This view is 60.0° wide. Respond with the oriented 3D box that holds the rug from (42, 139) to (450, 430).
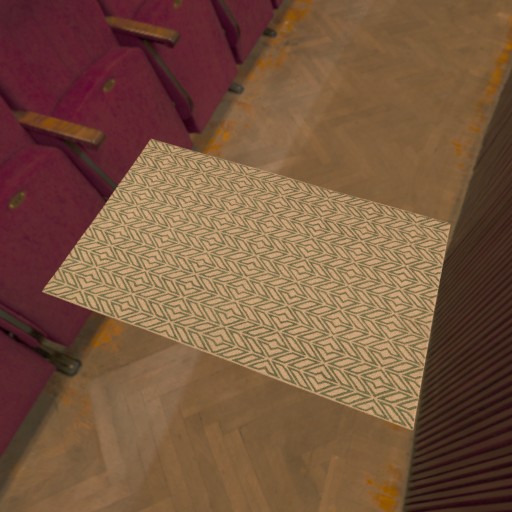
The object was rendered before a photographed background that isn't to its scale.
[{"bbox_3d":[0.000,0.000,3.060,2.435,0.011,1.517,18,60,11],"label":"rug"}]
